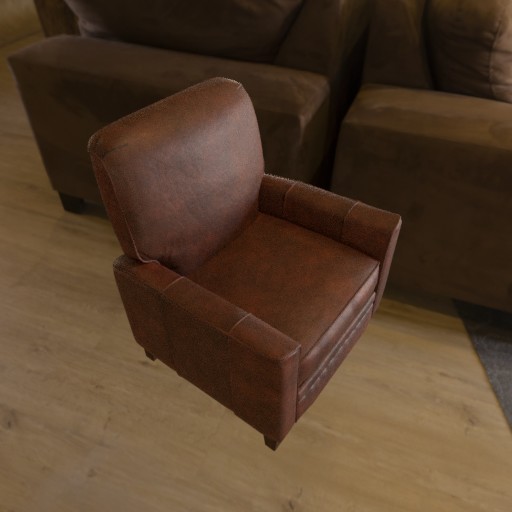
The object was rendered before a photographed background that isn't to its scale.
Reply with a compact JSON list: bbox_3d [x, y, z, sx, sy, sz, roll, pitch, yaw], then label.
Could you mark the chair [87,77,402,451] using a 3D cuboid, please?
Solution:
[{"bbox_3d":[0.000,0.000,1.696,0.836,1.043,0.843,27,48,26],"label":"chair"}]
